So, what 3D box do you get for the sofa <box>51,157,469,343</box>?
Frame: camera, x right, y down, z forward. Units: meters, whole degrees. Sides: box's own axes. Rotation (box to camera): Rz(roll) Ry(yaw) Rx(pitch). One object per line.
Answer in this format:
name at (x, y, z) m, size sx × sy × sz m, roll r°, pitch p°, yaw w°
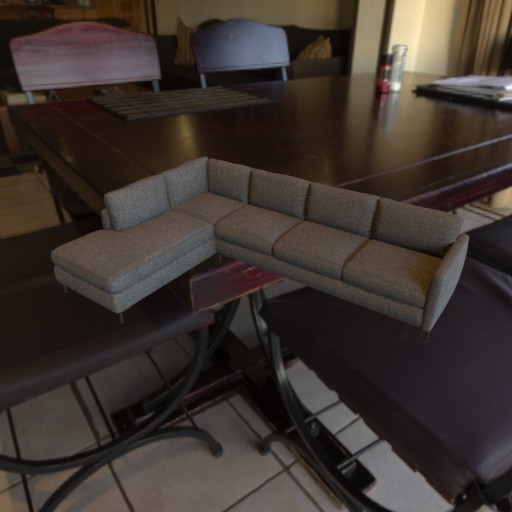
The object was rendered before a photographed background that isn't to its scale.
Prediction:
sofa at (0.000, 0.000, 3.750) m, size 2.949 × 0.815 × 2.007 m, roll 19°, pitch 35°, yaw 30°
